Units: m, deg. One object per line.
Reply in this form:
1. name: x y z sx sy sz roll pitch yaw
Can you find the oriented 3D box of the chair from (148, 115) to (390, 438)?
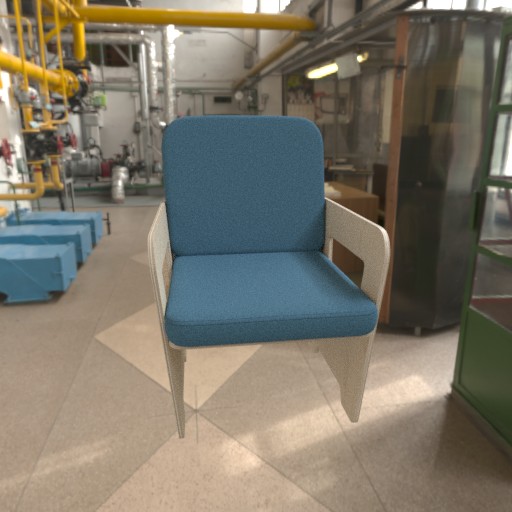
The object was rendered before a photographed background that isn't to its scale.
1. chair: 0.000 0.000 1.215 0.547 0.747 0.657 -2 16 -8
